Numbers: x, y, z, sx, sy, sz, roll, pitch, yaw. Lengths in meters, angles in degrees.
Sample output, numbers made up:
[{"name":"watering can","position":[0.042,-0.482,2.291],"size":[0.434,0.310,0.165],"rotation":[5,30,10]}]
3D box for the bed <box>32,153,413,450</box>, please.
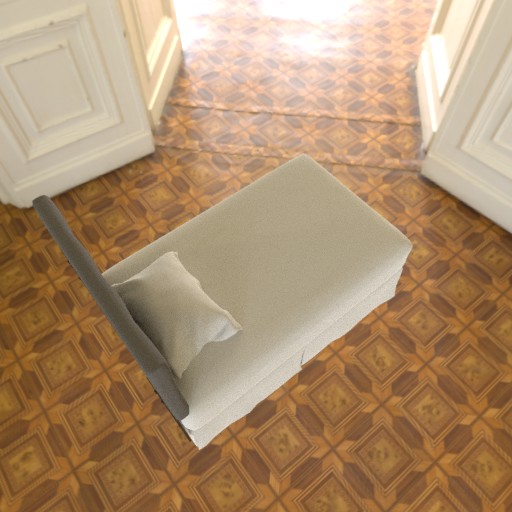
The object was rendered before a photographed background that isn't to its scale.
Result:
[{"name":"bed","position":[0.000,0.000,2.945],"size":[1.997,1.571,1.261],"rotation":[-34,63,-20]}]
